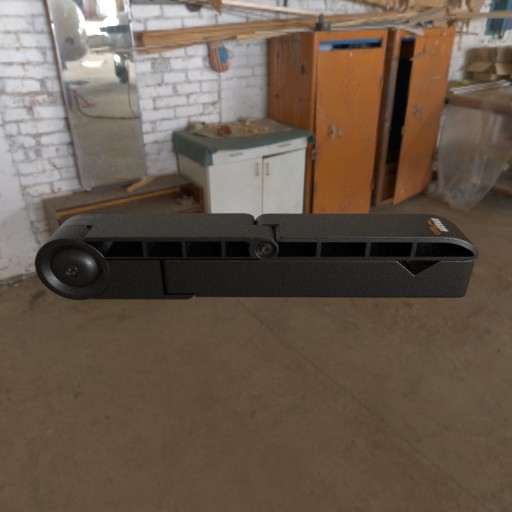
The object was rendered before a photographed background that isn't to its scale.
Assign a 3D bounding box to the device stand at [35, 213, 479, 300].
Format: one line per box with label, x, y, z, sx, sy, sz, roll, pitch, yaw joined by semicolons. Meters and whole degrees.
device stand;0.000;0.000;0.190;0.179;0.030;0.026;0;29;0
